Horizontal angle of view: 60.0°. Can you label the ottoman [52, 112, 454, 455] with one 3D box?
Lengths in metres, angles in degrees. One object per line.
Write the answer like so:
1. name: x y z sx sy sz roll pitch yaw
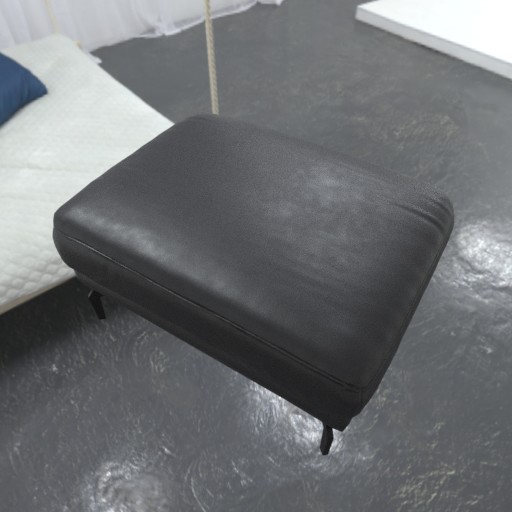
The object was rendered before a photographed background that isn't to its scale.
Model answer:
1. ottoman: 0.000 0.000 1.072 0.764 0.402 0.570 24 51 21
